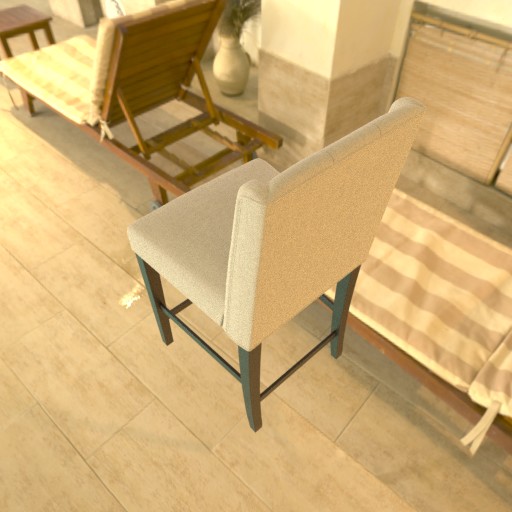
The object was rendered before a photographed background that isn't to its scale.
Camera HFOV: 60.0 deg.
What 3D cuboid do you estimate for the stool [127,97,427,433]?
[{"bbox_3d":[0.000,0.000,1.201,0.474,0.939,0.509,-33,55,-28],"label":"stool"}]
